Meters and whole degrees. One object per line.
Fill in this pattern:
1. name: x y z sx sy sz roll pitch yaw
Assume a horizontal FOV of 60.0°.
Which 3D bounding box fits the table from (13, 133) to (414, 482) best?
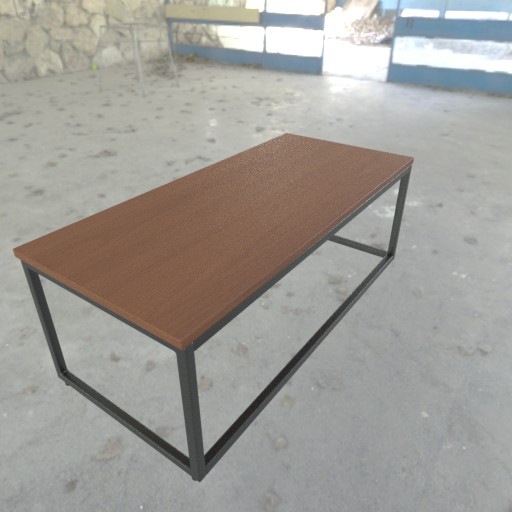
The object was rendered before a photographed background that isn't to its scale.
1. table: 0.000 0.000 1.312 0.500 0.400 1.100 20 37 30
